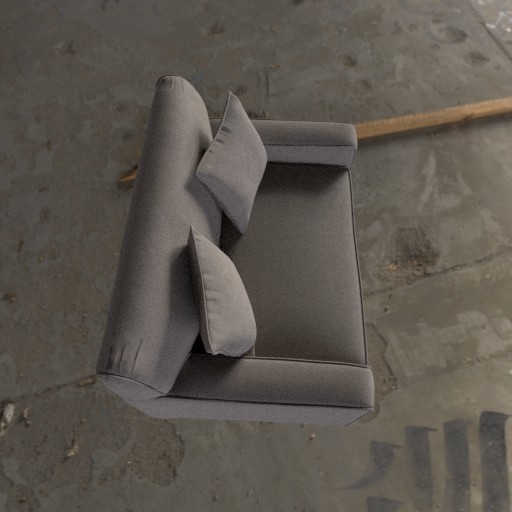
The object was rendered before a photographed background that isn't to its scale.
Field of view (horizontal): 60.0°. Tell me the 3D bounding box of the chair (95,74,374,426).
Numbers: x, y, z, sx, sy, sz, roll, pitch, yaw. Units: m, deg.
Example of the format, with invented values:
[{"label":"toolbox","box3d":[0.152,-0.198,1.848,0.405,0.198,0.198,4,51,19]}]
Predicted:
[{"label":"chair","box3d":[0.000,0.000,2.059,0.992,0.953,1.395,2,63,1]}]
